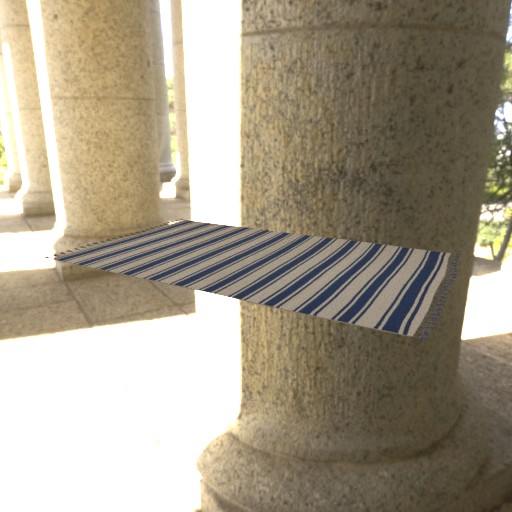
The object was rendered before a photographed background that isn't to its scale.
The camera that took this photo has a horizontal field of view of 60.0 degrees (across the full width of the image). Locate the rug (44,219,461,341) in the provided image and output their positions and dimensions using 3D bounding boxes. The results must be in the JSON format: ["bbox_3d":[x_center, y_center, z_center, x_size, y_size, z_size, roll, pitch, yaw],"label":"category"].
[{"bbox_3d":[0.000,0.000,2.566,2.108,0.009,1.248,9,19,28],"label":"rug"}]
